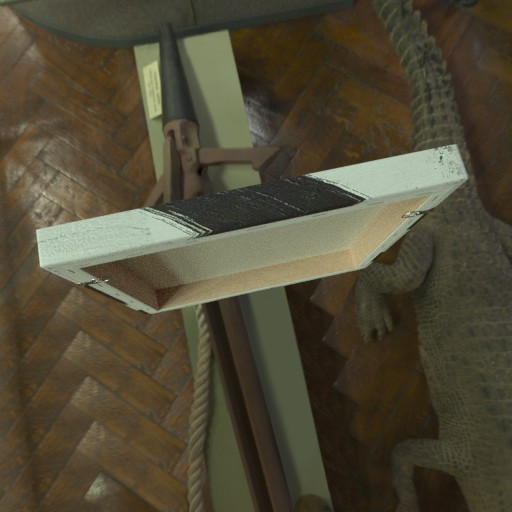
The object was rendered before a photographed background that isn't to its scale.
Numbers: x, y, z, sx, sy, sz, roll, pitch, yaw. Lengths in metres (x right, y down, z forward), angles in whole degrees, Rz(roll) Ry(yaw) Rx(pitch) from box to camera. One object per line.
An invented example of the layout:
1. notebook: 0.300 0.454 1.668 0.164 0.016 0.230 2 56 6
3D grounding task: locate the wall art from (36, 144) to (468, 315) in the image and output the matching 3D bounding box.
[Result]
1. wall art: 0.000 0.000 0.760 0.507 0.508 0.050 -12 77 -3
